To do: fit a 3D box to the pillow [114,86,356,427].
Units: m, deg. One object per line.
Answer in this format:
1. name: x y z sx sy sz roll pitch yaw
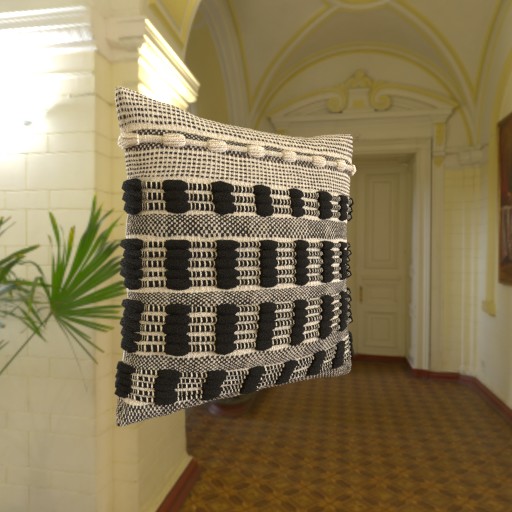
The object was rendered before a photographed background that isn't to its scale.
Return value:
1. pillow: 0.000 0.000 0.685 0.436 0.438 0.156 -1 1 -35
